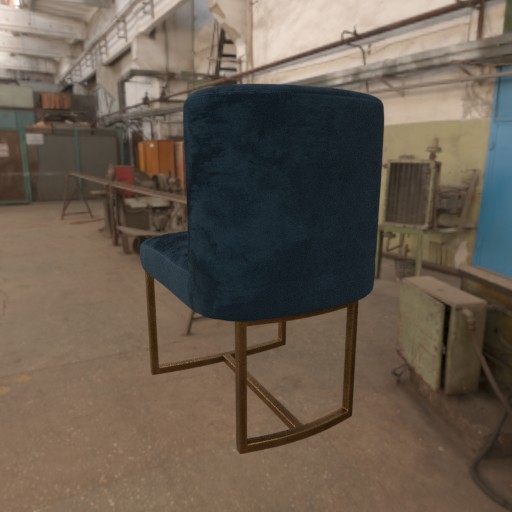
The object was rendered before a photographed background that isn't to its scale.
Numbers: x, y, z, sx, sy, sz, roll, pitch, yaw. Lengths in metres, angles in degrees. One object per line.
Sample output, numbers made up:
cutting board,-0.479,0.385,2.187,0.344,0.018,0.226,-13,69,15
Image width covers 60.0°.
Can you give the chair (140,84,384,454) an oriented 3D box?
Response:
chair,0.000,0.000,1.223,0.530,0.824,0.560,-7,15,-27
